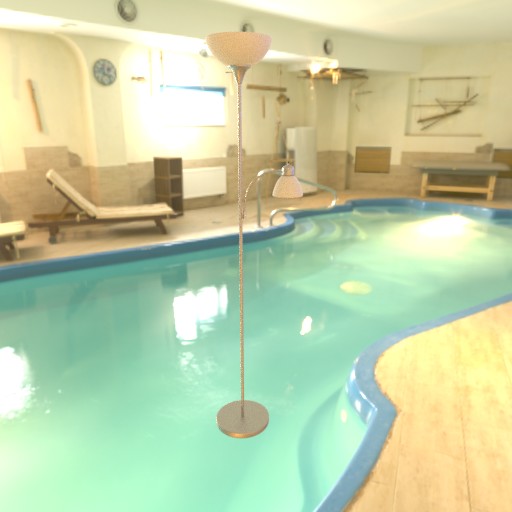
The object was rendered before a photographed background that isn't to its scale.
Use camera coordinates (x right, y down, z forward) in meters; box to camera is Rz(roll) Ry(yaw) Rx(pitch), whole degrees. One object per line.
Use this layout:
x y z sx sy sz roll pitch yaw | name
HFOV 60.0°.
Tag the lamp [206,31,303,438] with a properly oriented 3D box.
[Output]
0.000 0.000 2.006 0.425 1.804 0.279 8 19 26 | lamp
